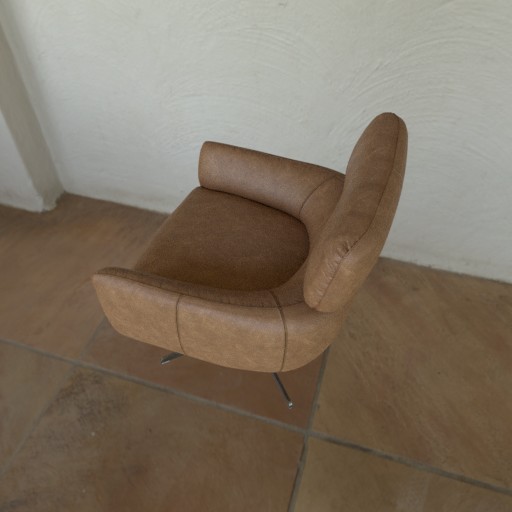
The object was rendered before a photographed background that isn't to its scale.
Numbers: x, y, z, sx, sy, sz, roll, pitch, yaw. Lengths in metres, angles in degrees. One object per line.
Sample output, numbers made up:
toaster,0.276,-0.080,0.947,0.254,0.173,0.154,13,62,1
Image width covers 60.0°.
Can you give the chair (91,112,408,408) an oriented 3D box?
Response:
chair,0.000,0.000,1.351,0.715,0.812,0.706,15,48,14
